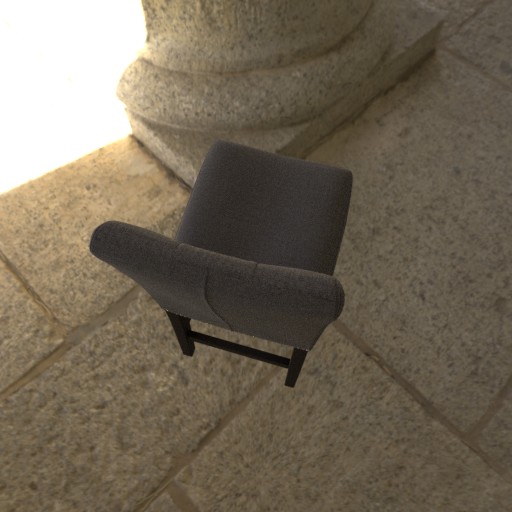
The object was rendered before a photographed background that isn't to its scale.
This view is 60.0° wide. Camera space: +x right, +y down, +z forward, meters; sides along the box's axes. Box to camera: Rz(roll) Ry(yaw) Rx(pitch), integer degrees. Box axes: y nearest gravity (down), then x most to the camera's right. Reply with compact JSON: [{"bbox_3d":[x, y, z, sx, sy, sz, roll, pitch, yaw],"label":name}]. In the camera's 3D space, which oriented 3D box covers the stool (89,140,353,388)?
[{"bbox_3d":[0.000,0.000,1.188,0.427,0.885,0.571,15,64,7],"label":"stool"}]
